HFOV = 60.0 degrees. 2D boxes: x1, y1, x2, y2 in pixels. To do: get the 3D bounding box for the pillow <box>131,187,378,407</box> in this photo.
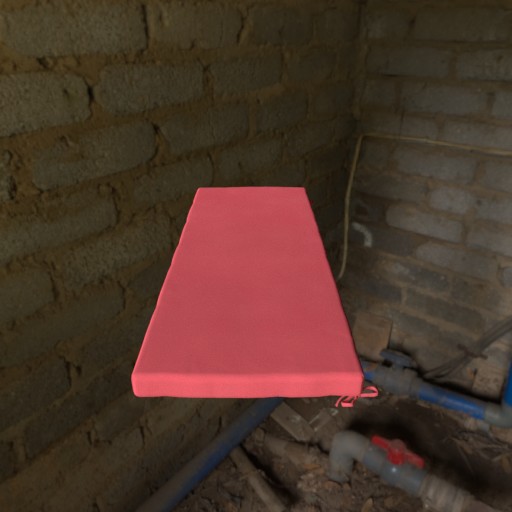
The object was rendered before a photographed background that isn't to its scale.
[{"bbox_3d":[0.000,0.000,1.368,0.492,0.081,1.187,0,27,0],"label":"pillow"}]
